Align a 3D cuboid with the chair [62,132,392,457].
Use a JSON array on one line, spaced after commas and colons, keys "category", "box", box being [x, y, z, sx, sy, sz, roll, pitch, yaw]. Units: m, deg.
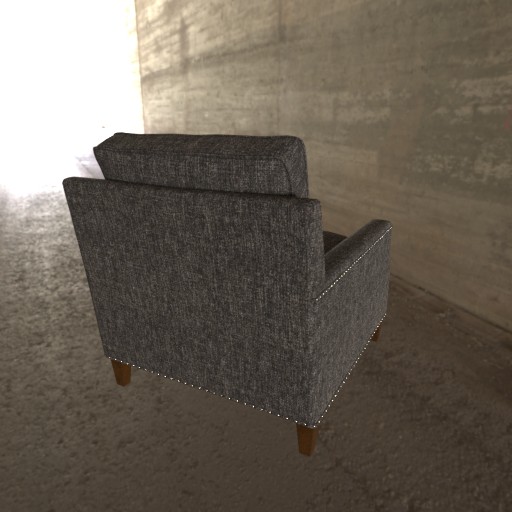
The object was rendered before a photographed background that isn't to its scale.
[{"category": "chair", "box": [0.000, 0.000, 1.714, 0.853, 0.943, 1.014, 9, 20, 27]}]
